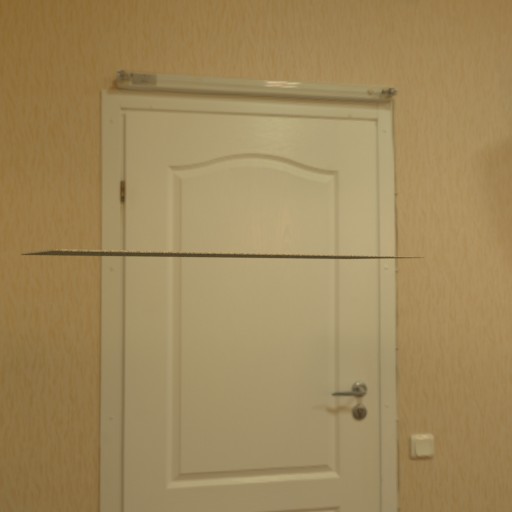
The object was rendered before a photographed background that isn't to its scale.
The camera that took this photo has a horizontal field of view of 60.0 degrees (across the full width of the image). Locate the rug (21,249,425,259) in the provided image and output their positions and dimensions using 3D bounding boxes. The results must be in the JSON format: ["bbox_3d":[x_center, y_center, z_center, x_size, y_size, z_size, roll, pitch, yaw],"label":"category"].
[{"bbox_3d":[0.000,0.000,2.504,2.277,0.008,0.676,1,-2,-37],"label":"rug"}]
